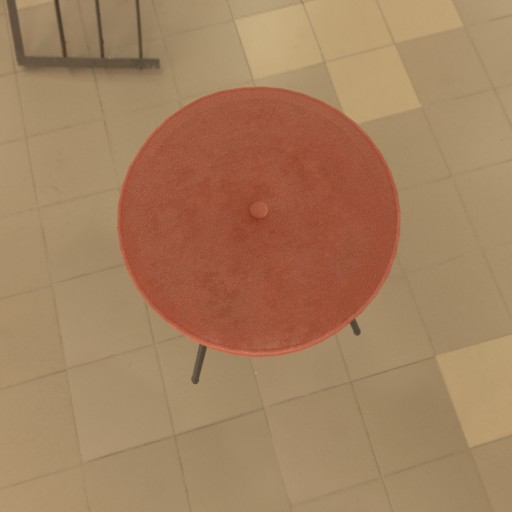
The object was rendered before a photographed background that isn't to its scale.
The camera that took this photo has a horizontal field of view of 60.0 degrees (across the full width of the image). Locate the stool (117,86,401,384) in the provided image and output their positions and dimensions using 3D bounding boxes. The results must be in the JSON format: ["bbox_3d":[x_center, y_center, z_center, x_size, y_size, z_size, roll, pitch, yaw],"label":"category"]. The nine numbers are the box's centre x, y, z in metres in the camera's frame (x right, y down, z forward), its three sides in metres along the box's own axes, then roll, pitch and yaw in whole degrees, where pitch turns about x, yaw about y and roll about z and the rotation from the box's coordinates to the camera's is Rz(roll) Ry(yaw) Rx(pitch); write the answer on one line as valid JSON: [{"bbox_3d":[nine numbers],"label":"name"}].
[{"bbox_3d":[0.000,0.000,0.908,0.457,0.593,0.421,-16,76,-4],"label":"stool"}]
